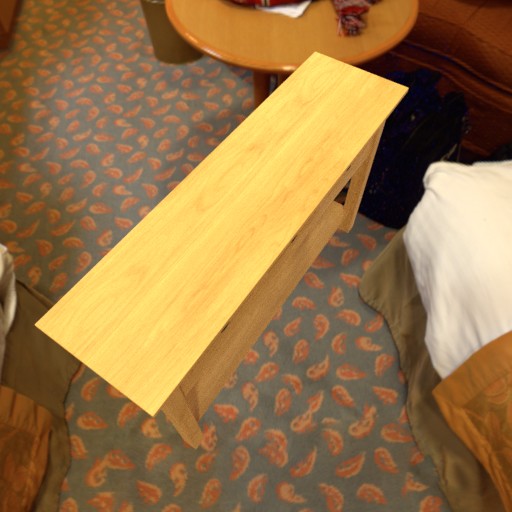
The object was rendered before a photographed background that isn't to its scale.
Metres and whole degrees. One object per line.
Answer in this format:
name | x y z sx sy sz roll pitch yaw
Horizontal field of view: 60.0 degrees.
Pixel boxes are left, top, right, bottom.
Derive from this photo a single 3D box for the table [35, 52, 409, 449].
table | 0.000 0.000 1.517 0.350 0.730 1.240 30 62 18
